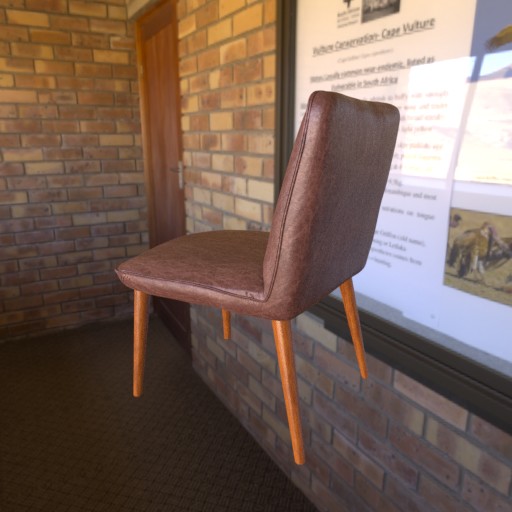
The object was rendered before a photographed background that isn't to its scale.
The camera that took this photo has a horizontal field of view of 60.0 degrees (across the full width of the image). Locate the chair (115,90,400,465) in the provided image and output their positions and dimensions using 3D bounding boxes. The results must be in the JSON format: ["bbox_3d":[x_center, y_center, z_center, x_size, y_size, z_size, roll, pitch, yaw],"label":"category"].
[{"bbox_3d":[0.000,0.000,1.224,0.645,0.803,0.543,8,17,27],"label":"chair"}]
